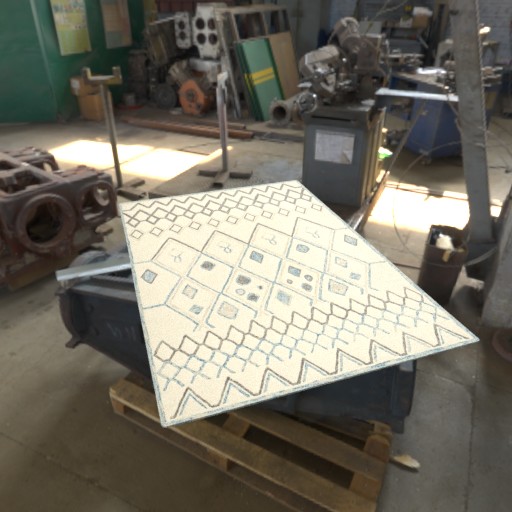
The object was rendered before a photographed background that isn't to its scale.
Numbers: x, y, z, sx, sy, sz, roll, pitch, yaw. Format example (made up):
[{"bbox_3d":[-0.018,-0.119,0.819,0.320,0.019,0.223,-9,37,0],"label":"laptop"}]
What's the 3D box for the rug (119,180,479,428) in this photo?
[{"bbox_3d":[0.000,0.000,2.321,1.260,0.009,1.820,-10,33,-16],"label":"rug"}]
